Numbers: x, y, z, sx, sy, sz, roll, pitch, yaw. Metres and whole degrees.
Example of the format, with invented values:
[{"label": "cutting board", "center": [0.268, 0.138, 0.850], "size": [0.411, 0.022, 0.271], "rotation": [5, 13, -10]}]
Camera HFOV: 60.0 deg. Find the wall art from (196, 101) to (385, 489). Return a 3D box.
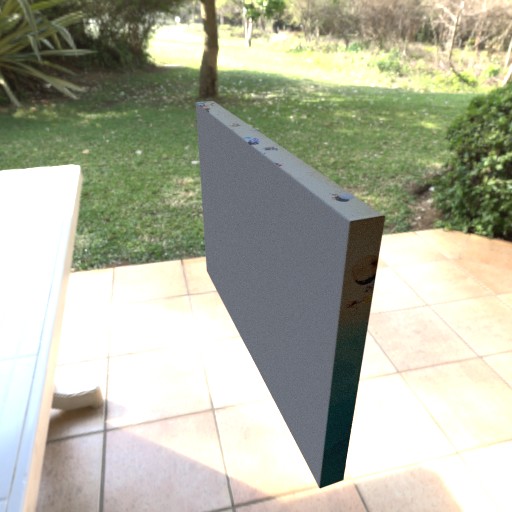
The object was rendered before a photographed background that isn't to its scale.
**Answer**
[{"label": "wall art", "center": [0.000, 0.000, 1.119], "size": [0.057, 0.595, 0.894], "rotation": [-10, 31, -17]}]
